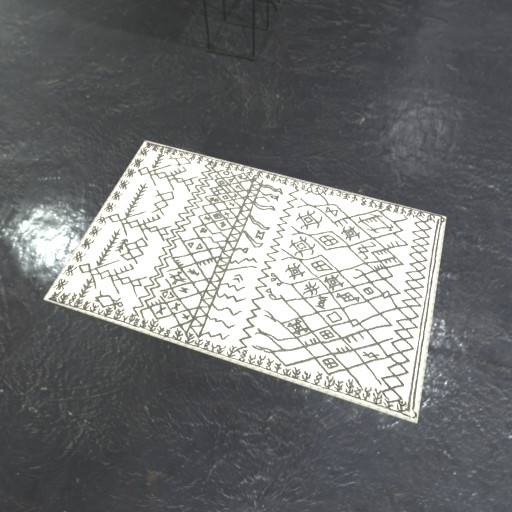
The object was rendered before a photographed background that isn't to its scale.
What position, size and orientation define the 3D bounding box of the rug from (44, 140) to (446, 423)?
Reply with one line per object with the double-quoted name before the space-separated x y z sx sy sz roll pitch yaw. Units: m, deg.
"rug" 0.000 0.000 3.090 2.444 0.012 1.526 16 60 9
